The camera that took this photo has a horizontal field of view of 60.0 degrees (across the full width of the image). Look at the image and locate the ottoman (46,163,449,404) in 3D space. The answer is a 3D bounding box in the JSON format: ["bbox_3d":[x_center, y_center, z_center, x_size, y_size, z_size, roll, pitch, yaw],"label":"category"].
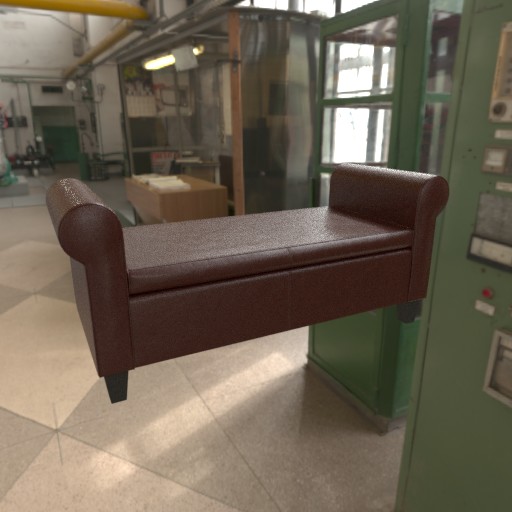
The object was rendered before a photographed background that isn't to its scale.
[{"bbox_3d":[0.000,0.000,1.540,1.256,0.547,0.521,-9,19,-26],"label":"ottoman"}]
